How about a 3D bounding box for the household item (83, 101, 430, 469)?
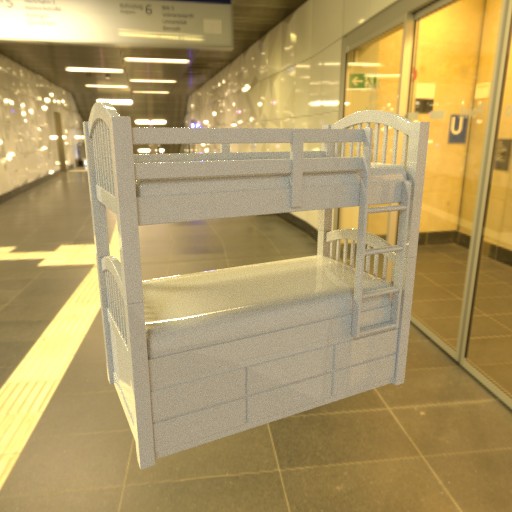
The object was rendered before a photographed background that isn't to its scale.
[{"bbox_3d":[0.000,0.000,3.175,2.032,2.032,1.143,-8,17,-26],"label":"household item"}]
